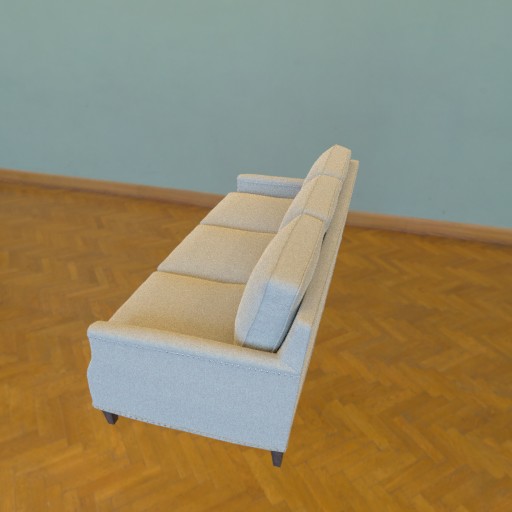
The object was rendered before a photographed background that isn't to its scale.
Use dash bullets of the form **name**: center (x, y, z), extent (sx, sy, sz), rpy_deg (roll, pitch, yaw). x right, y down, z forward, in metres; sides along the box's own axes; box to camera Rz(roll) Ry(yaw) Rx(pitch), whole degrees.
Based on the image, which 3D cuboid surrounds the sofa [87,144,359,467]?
- **sofa**: center (0.000, 0.000, 2.848), extent (1.084, 1.003, 2.246), rpy_deg (8, 30, 14)
